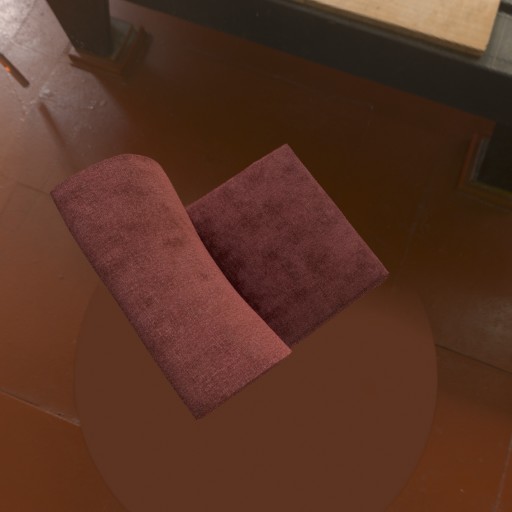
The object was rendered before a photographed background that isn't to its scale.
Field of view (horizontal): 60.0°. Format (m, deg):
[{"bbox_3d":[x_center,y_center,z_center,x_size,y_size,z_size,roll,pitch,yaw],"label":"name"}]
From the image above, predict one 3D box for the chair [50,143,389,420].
[{"bbox_3d":[0.000,0.000,1.252,0.640,0.846,0.538,-34,79,-8],"label":"chair"}]
